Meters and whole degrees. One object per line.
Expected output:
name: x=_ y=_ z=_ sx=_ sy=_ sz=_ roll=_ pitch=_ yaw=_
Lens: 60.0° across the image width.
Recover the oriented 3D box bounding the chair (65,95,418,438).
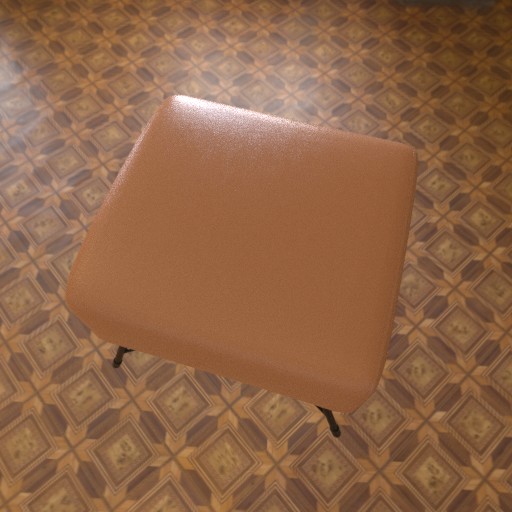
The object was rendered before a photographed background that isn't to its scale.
chair: x=0.000 y=0.000 z=0.909 sx=0.530 sy=0.410 sz=0.530 roll=15 pitch=63 yaw=8
